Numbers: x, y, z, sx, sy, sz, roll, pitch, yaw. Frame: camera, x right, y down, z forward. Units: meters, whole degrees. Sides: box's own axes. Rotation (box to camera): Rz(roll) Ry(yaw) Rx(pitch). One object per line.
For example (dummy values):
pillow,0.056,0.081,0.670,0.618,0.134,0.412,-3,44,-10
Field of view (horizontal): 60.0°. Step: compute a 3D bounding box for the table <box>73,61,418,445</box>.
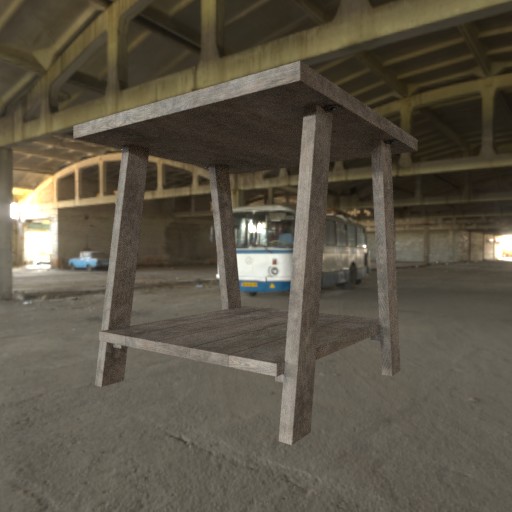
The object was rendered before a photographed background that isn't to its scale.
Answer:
table,0.000,0.000,1.105,0.610,0.610,0.610,1,1,36
